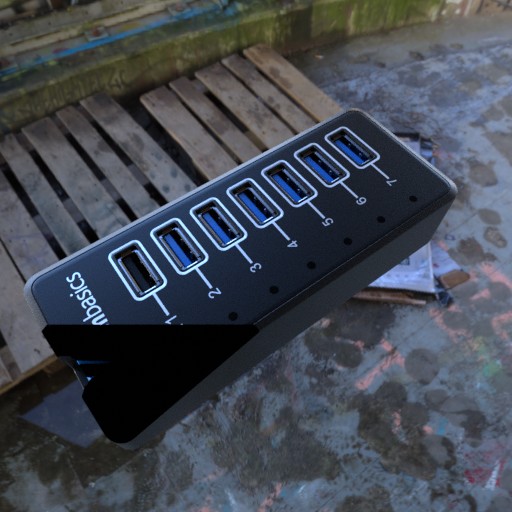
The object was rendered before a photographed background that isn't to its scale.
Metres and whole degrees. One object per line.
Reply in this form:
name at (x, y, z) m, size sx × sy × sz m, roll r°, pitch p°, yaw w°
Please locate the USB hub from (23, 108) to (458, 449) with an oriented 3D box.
USB hub at (0.000, 0.000, 0.123) m, size 0.110 × 0.023 × 0.044 m, roll -32°, pitch 63°, yaw -18°
